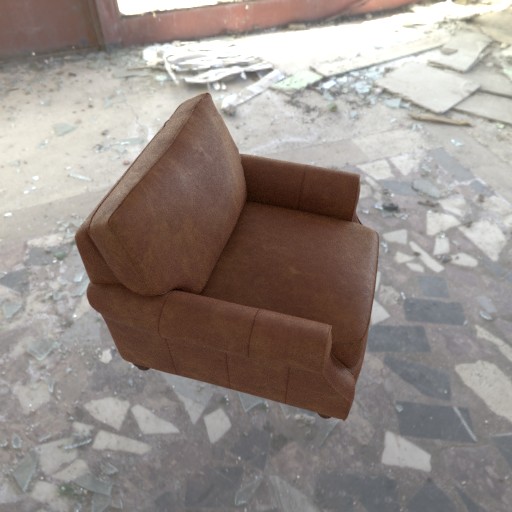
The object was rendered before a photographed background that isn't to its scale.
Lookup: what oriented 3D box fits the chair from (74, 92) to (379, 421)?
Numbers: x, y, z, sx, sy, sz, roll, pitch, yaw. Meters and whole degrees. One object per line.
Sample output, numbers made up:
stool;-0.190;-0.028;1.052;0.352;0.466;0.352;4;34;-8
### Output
chair;0.000;0.000;1.773;0.986;0.962;0.983;11;48;11
